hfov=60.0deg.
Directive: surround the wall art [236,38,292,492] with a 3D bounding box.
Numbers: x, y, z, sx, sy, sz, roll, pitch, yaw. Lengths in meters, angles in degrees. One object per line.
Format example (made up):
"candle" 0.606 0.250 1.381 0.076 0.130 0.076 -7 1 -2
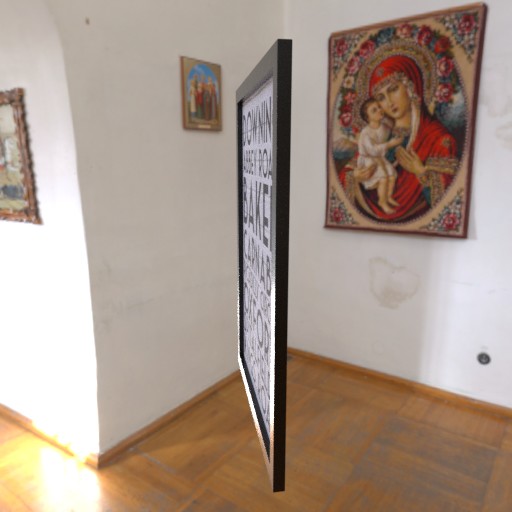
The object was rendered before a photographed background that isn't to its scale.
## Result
"wall art" 0.000 0.000 0.556 0.013 0.432 0.304 -2 13 -9
